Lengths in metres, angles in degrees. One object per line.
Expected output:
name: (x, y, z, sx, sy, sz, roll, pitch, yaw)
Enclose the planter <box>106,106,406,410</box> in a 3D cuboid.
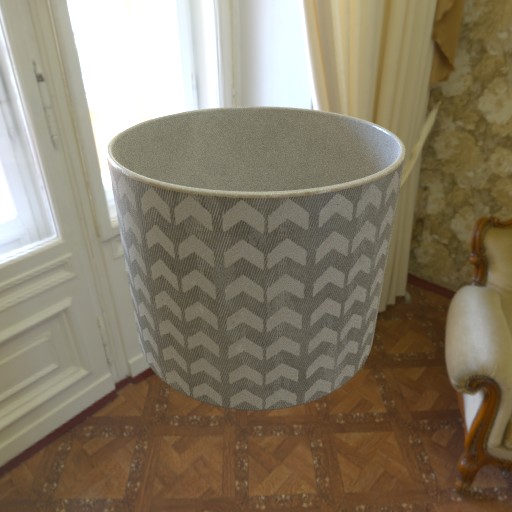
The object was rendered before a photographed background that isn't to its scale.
planter: (0.000, 0.000, 0.445, 0.250, 0.239, 0.250, 0, 31, 0)
